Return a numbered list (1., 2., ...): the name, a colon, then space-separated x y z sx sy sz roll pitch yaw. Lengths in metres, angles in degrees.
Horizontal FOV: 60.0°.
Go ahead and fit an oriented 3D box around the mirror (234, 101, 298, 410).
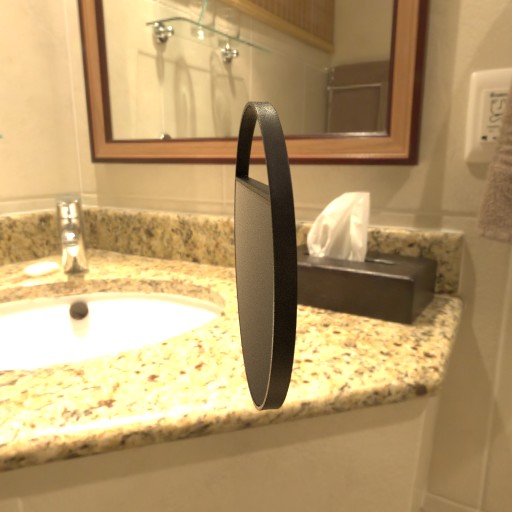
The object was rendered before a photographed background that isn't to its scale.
1. mirror: 0.000 0.000 0.859 0.032 0.565 0.565 -2 13 -8
